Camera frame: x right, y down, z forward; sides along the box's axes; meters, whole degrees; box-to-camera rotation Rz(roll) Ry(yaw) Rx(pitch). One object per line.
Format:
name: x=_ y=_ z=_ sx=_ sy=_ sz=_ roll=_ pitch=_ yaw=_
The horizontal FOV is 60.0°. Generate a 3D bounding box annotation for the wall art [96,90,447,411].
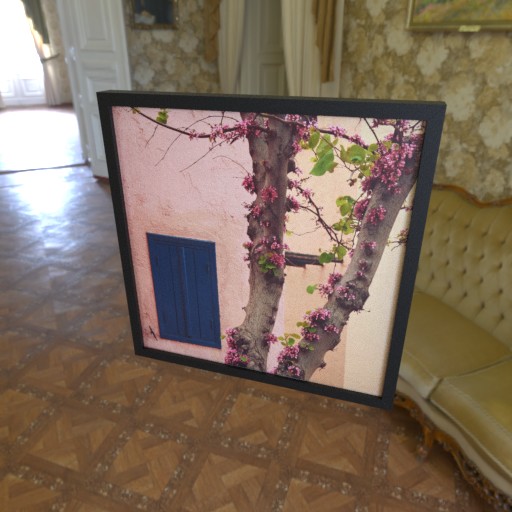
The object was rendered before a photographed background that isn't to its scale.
wall art: x=0.000 y=0.000 z=0.745 sx=0.508 sy=0.508 sz=0.038 roll=8 pitch=27 yaw=16
